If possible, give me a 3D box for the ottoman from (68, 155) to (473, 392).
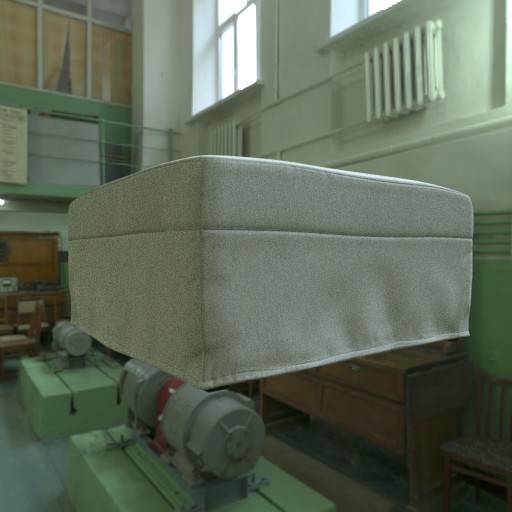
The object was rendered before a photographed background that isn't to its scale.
[{"bbox_3d":[0.000,0.000,1.251,0.842,0.441,0.843,0,0,-36],"label":"ottoman"}]
